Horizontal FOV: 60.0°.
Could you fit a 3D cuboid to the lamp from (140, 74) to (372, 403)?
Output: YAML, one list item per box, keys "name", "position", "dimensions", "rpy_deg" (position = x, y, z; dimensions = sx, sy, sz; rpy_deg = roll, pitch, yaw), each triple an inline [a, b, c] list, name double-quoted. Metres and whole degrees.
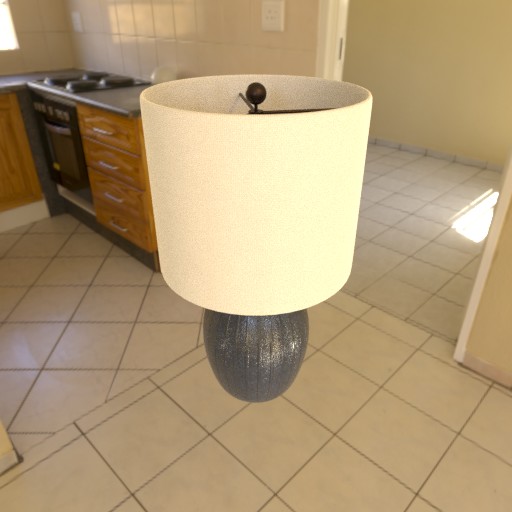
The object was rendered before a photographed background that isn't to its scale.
- name: "lamp"
  position: [0.000, 0.000, 0.774]
  dimensions: [0.329, 0.570, 0.329]
  rpy_deg: [19, 35, 30]
